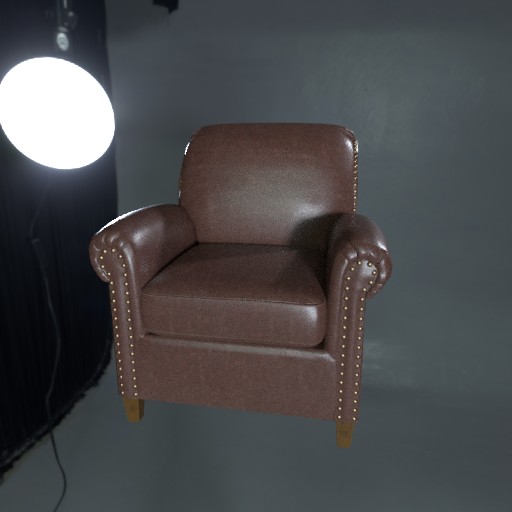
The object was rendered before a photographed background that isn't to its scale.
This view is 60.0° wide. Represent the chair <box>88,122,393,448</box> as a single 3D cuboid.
[{"bbox_3d":[0.000,0.000,1.595,0.854,0.927,0.890,3,16,10],"label":"chair"}]
